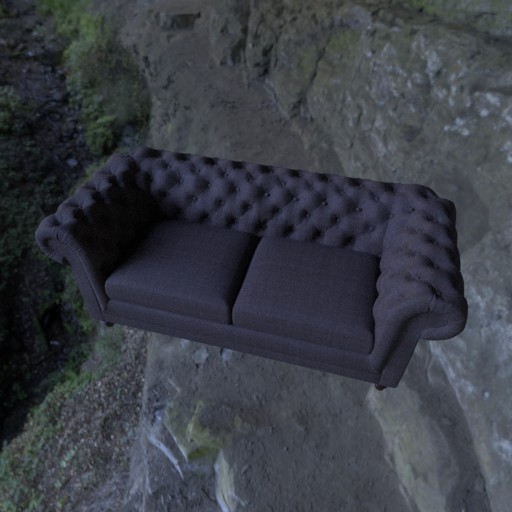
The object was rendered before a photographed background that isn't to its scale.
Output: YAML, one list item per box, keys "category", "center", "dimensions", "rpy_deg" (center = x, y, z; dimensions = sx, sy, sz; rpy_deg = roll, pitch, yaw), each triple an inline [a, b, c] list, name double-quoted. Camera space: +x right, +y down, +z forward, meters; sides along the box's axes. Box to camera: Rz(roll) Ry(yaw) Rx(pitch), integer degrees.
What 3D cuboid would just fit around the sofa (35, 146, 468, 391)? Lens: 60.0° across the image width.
- category: "sofa"
  center: [0.000, 0.000, 2.505]
  dimensions: [2.048, 0.780, 0.944]
  rpy_deg: [10, 43, 11]
